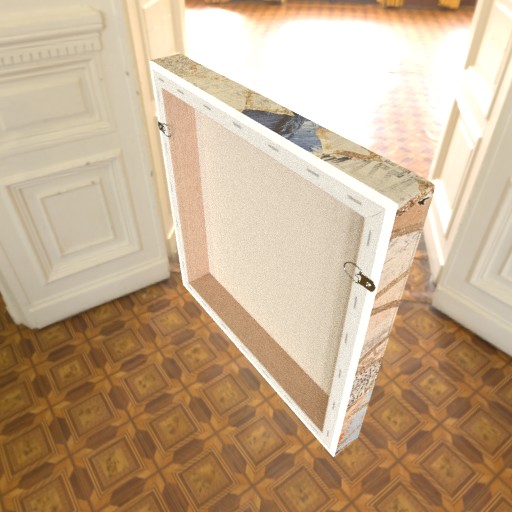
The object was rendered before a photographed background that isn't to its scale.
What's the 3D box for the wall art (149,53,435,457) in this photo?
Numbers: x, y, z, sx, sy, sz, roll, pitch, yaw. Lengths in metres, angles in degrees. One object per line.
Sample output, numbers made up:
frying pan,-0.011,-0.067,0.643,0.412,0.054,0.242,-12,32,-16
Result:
wall art,0.000,0.000,0.439,0.036,0.304,0.303,-26,47,-27
